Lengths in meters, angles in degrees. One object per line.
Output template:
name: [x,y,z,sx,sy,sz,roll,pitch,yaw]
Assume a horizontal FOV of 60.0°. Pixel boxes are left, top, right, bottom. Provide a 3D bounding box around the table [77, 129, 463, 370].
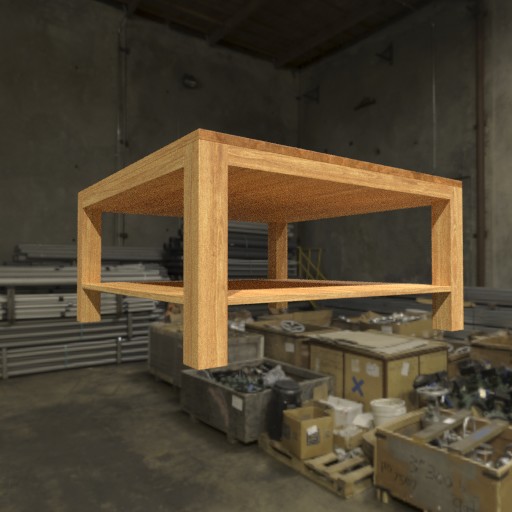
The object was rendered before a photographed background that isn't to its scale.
table: [0.000,0.000,1.451,0.900,0.450,0.900,1,-2,-35]
